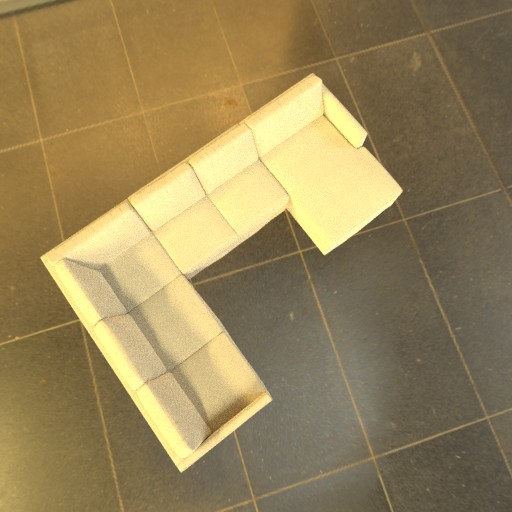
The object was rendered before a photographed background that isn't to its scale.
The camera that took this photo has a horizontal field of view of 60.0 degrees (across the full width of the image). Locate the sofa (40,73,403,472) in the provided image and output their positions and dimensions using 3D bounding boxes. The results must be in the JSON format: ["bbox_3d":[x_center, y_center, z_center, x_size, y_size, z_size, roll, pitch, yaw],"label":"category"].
[{"bbox_3d":[0.000,0.000,4.566,3.460,0.882,2.427,-36,79,-9],"label":"sofa"}]
